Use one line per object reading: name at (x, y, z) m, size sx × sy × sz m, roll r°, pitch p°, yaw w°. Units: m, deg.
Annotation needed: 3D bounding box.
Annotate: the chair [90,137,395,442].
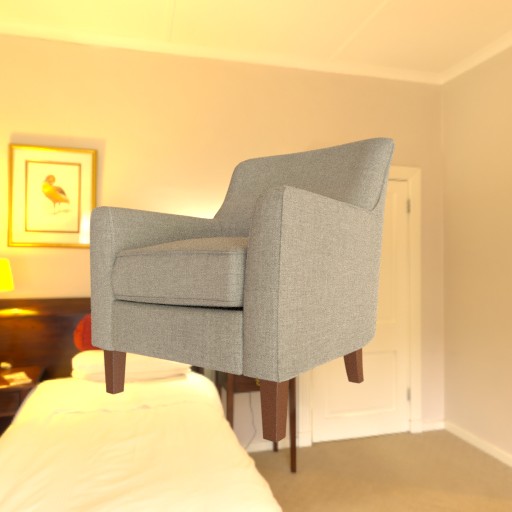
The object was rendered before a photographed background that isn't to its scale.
chair at (0.000, 0.000, 1.814) m, size 0.887 × 1.047 × 0.993 m, roll 0°, pitch -1°, yaw 36°
